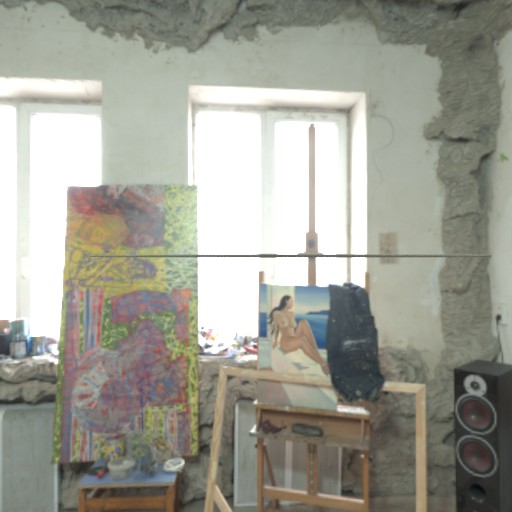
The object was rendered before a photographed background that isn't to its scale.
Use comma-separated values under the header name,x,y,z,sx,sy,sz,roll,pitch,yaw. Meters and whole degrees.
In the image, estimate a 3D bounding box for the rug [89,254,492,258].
name,x,y,z,sx,sy,sz,roll,pitch,yaw
rug,0.000,0.000,2.883,1.526,0.014,2.290,0,0,-35
